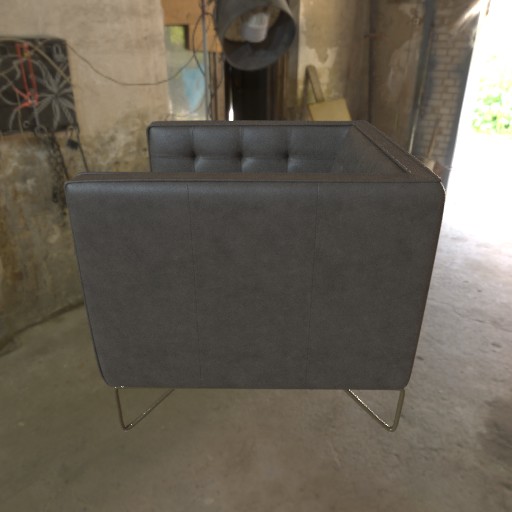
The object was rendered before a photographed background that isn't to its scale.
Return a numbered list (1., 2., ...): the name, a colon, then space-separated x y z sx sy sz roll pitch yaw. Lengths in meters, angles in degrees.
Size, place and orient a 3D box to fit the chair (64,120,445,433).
1. chair: 0.000 0.000 1.539 0.894 0.790 0.880 0 26 1
